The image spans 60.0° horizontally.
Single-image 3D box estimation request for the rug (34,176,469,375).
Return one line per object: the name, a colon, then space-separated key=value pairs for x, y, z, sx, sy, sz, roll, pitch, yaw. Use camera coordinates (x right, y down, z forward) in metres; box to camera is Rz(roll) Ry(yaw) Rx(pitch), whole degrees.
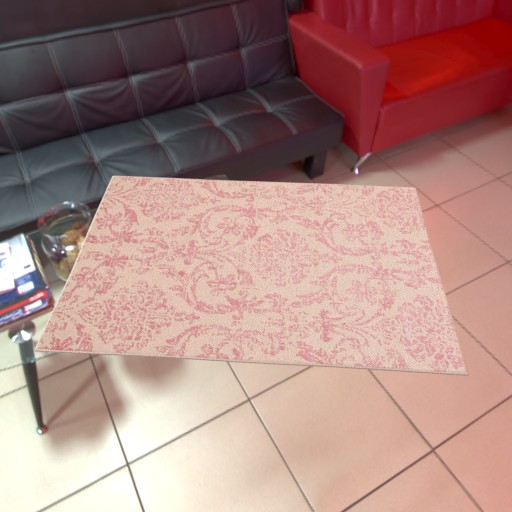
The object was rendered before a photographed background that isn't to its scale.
rug: x=0.000 y=0.000 z=2.278 sx=1.839 sy=0.012 sz=1.219 roll=3 pitch=48 yaw=2
